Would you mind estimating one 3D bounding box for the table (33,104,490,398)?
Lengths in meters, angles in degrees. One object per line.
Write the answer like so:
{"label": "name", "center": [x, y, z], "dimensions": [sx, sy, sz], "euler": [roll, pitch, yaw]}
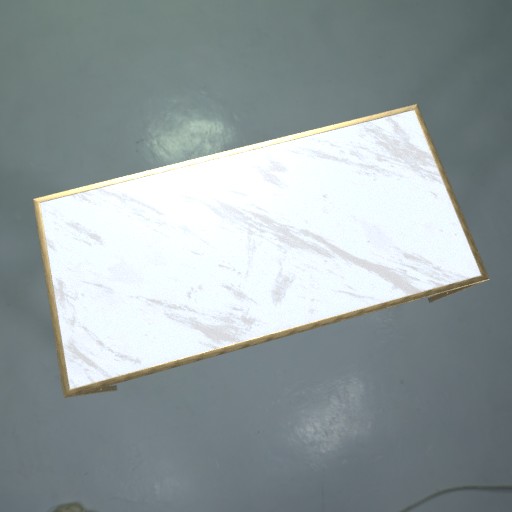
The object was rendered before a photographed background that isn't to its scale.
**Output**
{"label": "table", "center": [0.000, 0.000, 1.461], "dimensions": [1.197, 0.405, 0.577], "euler": [-15, 76, -4]}
